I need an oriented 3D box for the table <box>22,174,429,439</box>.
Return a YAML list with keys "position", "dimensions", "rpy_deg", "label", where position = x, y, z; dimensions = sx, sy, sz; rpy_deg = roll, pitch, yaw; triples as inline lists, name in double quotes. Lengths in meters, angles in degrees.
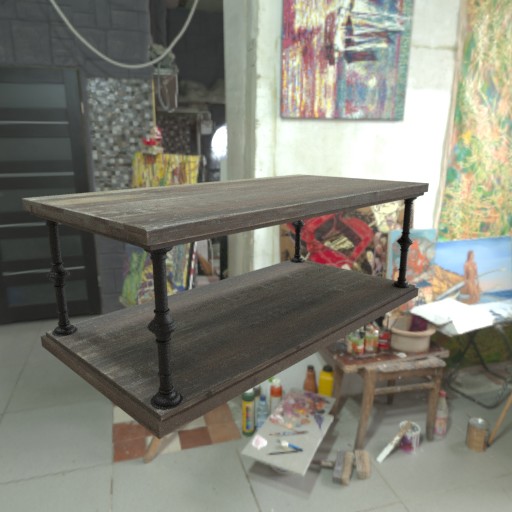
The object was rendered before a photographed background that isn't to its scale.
- position: [0.000, 0.000, 1.337]
  dimensions: [0.554, 0.399, 1.088]
  rpy_deg: [14, 20, 42]
  label: "table"
